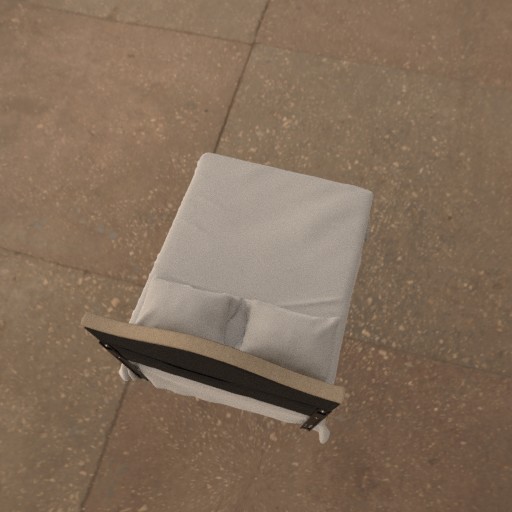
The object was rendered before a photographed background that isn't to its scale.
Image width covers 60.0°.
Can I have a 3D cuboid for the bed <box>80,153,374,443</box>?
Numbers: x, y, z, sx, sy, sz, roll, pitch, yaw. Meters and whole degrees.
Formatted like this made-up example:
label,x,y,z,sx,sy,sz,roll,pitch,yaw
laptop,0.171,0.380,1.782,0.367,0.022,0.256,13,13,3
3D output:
label,x,y,z,sx,sy,sz,roll,pitch,yaw
bed,0.000,0.000,3.511,1.876,1.645,2.221,15,64,7
